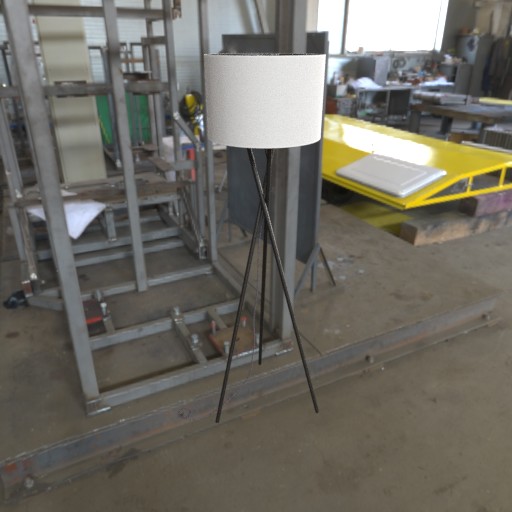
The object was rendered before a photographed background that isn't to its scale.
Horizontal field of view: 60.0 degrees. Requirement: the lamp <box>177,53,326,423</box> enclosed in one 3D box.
[{"bbox_3d":[0.000,0.000,1.959,0.667,1.624,0.522,8,27,16],"label":"lamp"}]
